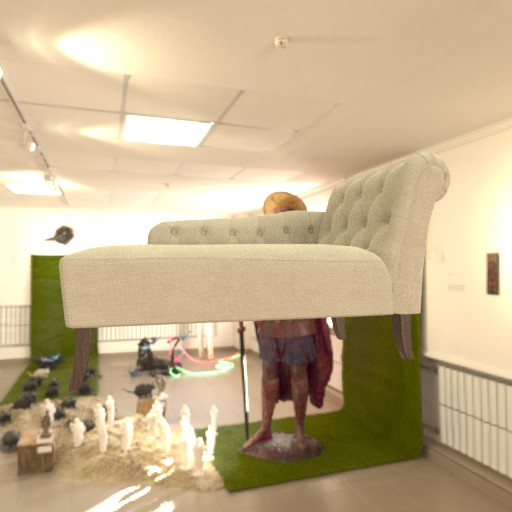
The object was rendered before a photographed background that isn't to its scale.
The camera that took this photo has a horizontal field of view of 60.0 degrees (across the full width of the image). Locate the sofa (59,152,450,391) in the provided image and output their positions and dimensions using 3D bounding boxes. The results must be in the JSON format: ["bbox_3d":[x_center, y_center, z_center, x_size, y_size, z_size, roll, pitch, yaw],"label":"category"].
[{"bbox_3d":[0.000,0.000,1.753,1.379,0.787,0.675,1,-2,-19],"label":"sofa"}]
